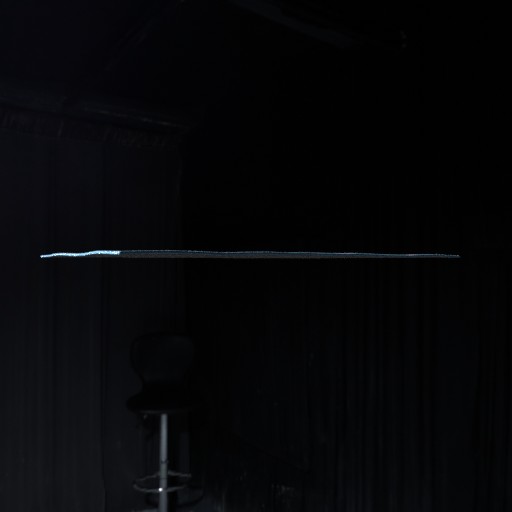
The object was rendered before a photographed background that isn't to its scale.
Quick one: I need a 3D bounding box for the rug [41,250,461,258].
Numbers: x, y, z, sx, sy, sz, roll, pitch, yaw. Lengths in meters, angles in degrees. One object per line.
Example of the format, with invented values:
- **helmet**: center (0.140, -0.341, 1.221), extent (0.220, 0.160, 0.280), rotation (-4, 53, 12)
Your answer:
- **rug**: center (0.000, 0.000, 2.296), extent (1.847, 0.014, 1.195), rotation (0, -1, -36)
